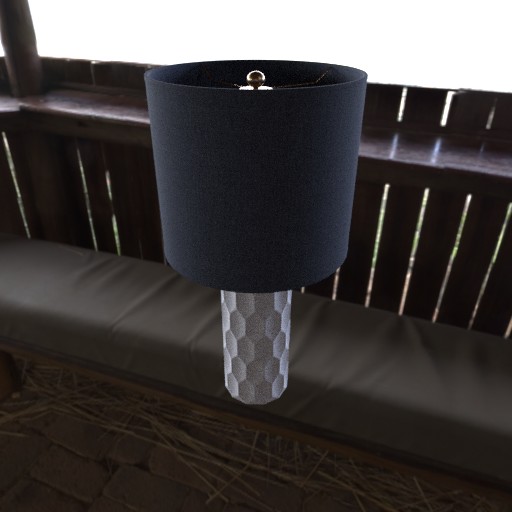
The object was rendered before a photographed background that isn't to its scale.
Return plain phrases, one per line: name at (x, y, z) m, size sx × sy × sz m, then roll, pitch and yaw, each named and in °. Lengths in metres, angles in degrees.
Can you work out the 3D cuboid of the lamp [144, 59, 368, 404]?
lamp at (0.000, 0.000, 0.692) m, size 0.277 × 0.537 × 0.277 m, roll 1°, pitch 30°, yaw 1°
